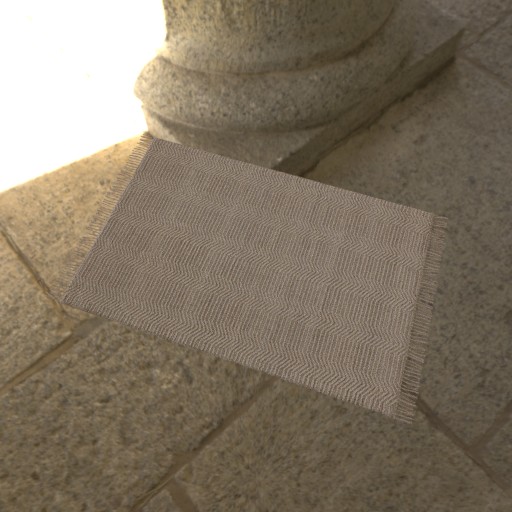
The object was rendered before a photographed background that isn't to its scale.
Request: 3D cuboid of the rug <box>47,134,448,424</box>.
[{"bbox_3d":[0.000,0.000,3.150,2.523,0.034,1.528,17,65,8],"label":"rug"}]
